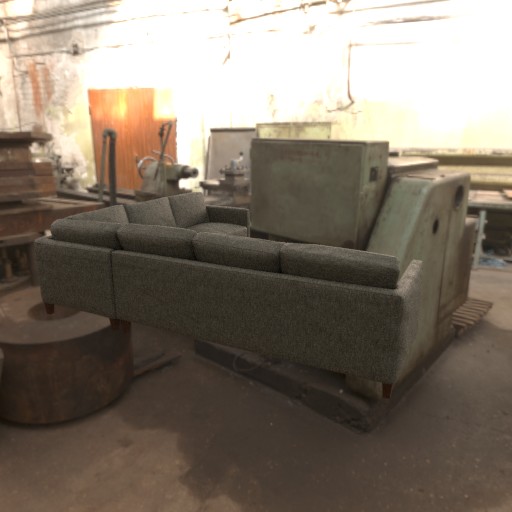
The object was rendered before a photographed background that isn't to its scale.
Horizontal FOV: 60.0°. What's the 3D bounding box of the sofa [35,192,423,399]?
[{"bbox_3d":[0.000,0.000,4.486,3.302,0.947,2.593,7,17,26],"label":"sofa"}]
